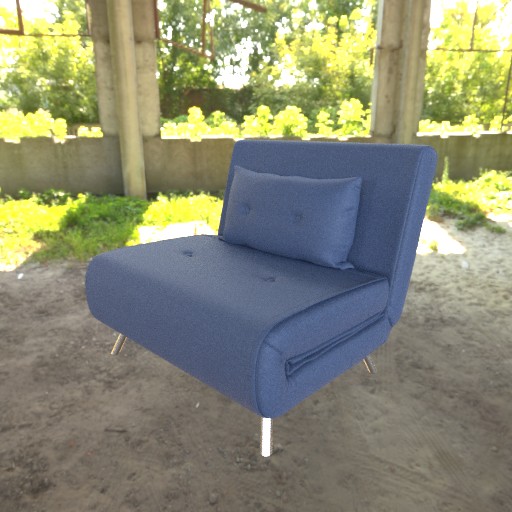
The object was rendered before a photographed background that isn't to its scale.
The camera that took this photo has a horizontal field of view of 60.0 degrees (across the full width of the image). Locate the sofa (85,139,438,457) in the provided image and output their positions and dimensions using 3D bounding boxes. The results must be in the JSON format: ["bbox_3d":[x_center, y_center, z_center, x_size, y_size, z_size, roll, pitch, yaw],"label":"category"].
[{"bbox_3d":[0.000,0.000,1.760,0.999,0.860,0.996,15,22,41],"label":"sofa"}]
